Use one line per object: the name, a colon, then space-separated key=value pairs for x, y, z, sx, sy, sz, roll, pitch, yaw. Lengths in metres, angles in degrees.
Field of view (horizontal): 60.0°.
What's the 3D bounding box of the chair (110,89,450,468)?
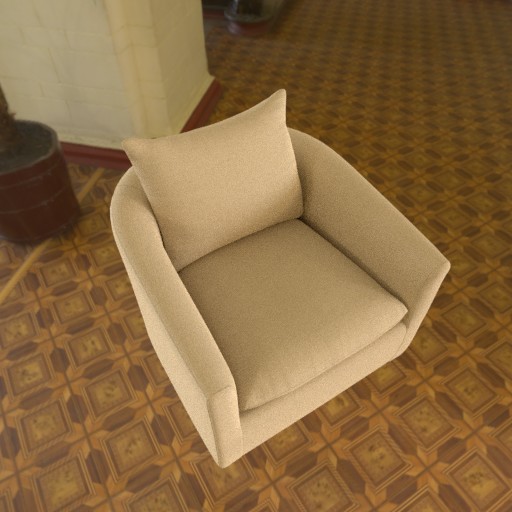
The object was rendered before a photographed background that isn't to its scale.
chair: x=0.000 y=0.000 z=1.542 sx=0.845 sy=0.848 sz=0.910 roll=-25 pitch=52 yaw=-21
